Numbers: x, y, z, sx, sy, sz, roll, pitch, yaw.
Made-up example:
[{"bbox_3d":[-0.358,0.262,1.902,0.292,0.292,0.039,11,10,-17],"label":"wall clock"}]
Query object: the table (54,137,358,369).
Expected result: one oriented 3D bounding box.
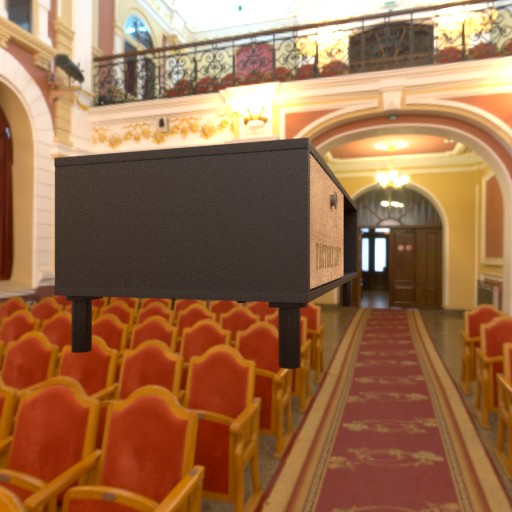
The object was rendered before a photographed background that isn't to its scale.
[{"bbox_3d":[0.000,0.000,1.355,0.550,0.400,1.100,0,0,17],"label":"table"}]
